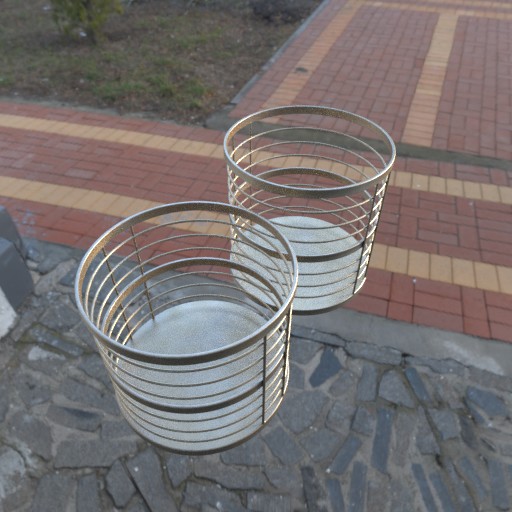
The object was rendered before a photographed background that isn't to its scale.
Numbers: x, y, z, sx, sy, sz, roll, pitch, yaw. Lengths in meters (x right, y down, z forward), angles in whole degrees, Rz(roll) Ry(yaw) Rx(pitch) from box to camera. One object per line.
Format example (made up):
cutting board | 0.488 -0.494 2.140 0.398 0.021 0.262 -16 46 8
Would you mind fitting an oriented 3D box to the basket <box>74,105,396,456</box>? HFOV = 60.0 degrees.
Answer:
basket | 0.000 0.000 0.926 0.356 0.351 0.746 25 48 24
